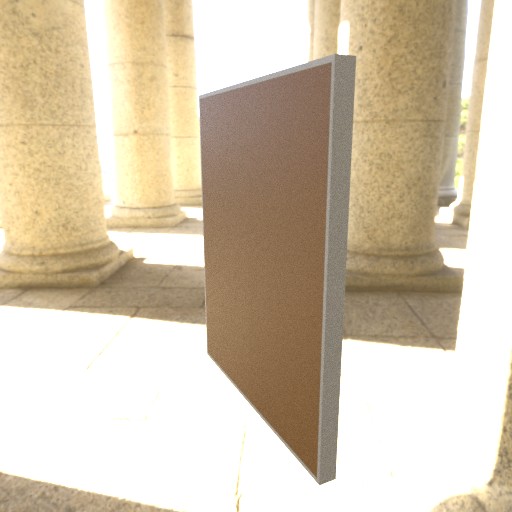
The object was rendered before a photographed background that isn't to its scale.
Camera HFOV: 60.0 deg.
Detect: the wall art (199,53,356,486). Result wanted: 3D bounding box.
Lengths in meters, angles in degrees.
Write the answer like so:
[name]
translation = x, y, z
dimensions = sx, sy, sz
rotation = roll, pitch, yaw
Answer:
[wall art]
translation = 0.000, 0.000, 0.740
dimensions = 0.030, 0.549, 0.443
rotation = -7, 15, -26
